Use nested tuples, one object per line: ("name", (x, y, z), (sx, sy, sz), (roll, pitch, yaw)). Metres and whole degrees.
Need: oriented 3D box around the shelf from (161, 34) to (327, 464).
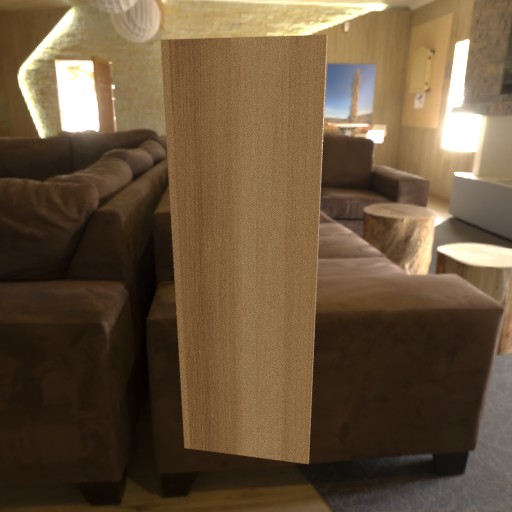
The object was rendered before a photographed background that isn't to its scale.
("shelf", (0.000, 0.000, 1.023), (0.290, 0.872, 0.290), (3, 18, 10))
